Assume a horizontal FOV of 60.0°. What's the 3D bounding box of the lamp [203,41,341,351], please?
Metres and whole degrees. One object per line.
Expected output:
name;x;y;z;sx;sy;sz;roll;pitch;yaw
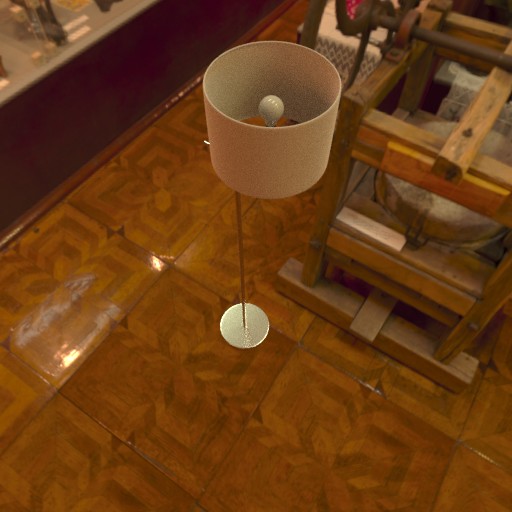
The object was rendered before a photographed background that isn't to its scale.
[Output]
lamp;0.000;0.000;1.722;0.416;1.600;0.324;31;62;18
